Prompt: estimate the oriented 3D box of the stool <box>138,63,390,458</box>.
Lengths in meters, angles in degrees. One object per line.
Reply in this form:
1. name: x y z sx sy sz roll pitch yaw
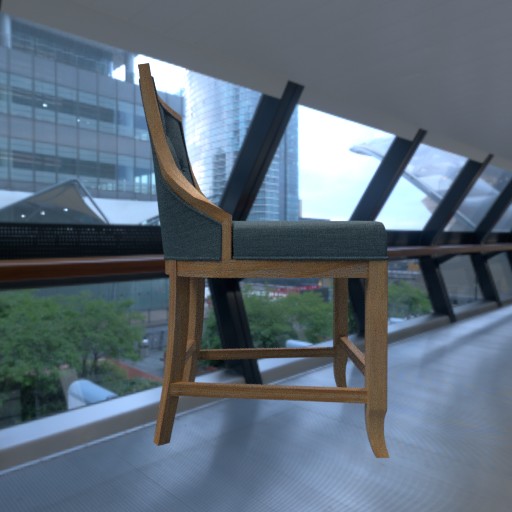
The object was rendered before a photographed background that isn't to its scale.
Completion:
1. stool: 0.000 0.000 1.286 0.626 0.938 0.524 0 1 1
